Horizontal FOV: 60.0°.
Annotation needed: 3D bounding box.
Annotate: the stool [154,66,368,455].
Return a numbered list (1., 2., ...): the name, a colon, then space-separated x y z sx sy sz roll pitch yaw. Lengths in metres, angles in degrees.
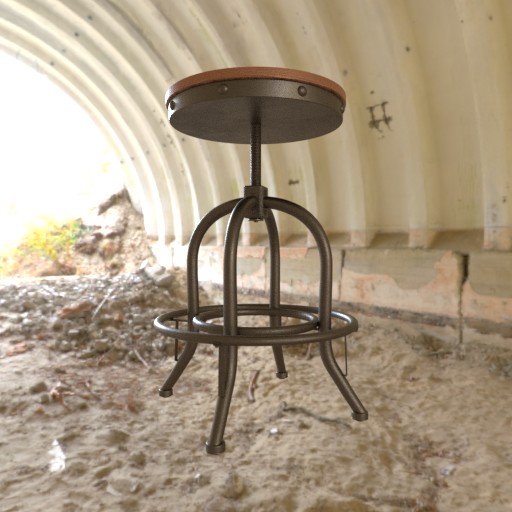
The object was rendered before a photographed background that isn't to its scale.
1. stool: 0.000 0.000 0.882 0.439 0.609 0.439 0 2 18
